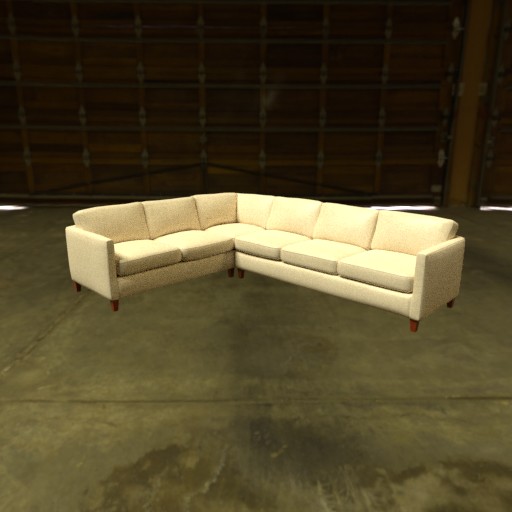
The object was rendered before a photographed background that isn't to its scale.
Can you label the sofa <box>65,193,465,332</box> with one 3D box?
[{"bbox_3d":[0.000,0.000,4.588,3.302,0.947,2.593,14,20,43],"label":"sofa"}]
